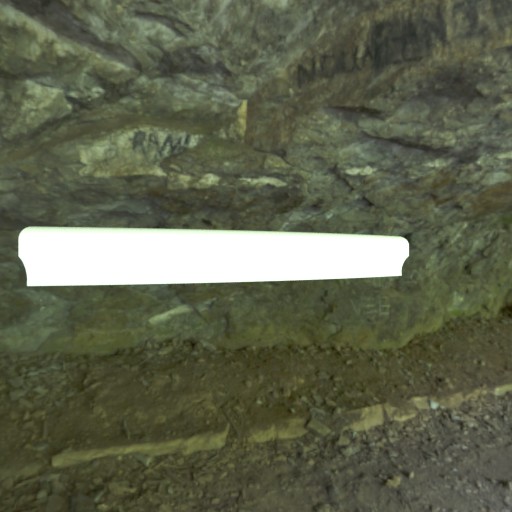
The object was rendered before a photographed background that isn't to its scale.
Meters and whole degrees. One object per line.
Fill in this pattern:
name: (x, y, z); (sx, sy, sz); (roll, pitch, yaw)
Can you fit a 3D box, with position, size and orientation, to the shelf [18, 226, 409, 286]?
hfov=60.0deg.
shelf: (0.000, 0.000, 0.463); (0.310, 0.050, 0.310); (0, 0, 17)
